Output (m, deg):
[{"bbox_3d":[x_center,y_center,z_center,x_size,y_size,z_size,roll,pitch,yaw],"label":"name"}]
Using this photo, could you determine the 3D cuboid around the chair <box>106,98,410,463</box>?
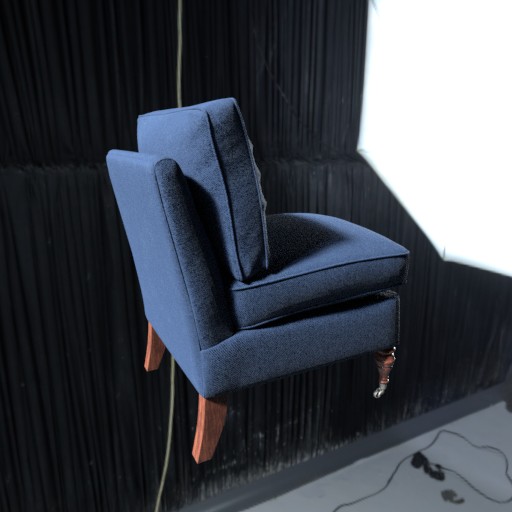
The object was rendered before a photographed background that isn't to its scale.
[{"bbox_3d":[0.000,0.000,1.650,0.912,1.052,0.724,-8,17,-26],"label":"chair"}]
